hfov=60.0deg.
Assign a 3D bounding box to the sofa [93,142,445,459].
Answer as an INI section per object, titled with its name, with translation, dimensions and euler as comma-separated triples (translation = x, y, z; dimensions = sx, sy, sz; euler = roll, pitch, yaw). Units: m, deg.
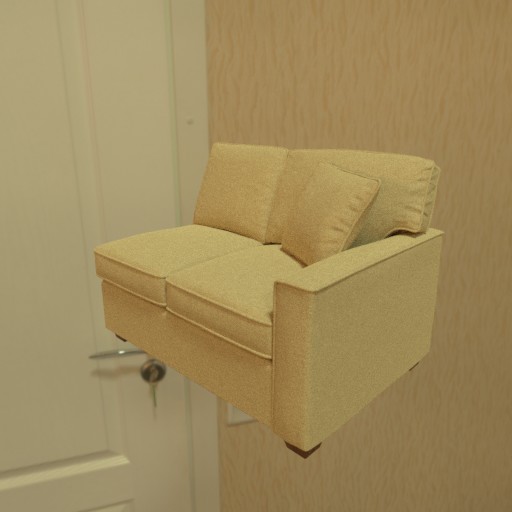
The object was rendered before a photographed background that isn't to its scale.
[sofa]
translation = 0.000, 0.000, 2.101
dimensions = 1.388, 0.989, 0.991
euler = 16, 23, 42
